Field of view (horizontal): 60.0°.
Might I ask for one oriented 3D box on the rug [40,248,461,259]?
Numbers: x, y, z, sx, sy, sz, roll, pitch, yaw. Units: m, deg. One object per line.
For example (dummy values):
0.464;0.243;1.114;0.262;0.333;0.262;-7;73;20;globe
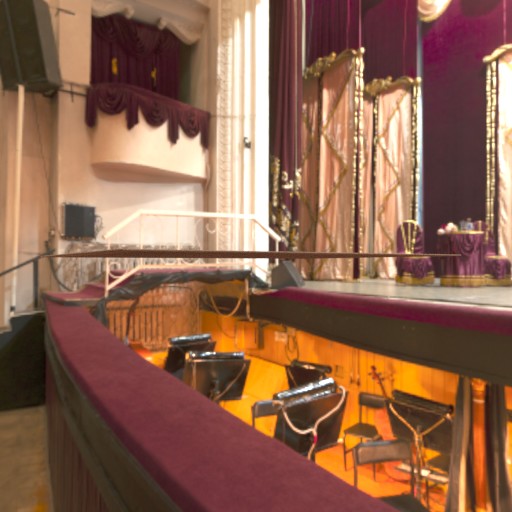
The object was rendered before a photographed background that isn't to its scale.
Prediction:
0.000;0.000;2.195;1.749;0.015;1.141;1;-1;-36;rug
